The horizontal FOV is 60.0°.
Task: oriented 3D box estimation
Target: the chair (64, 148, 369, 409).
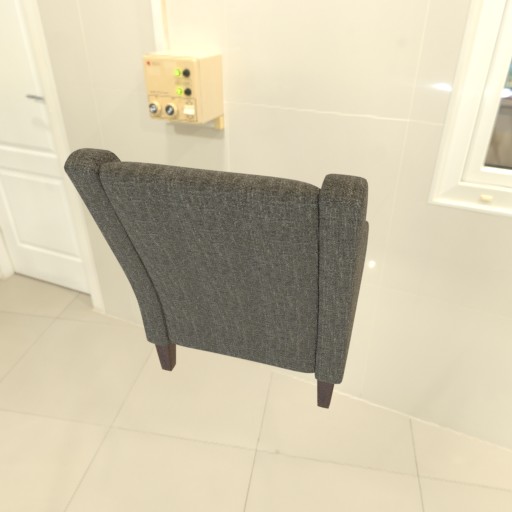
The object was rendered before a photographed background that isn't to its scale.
[{"bbox_3d":[0.000,0.000,1.693,0.793,1.012,0.944,9,32,15],"label":"chair"}]
